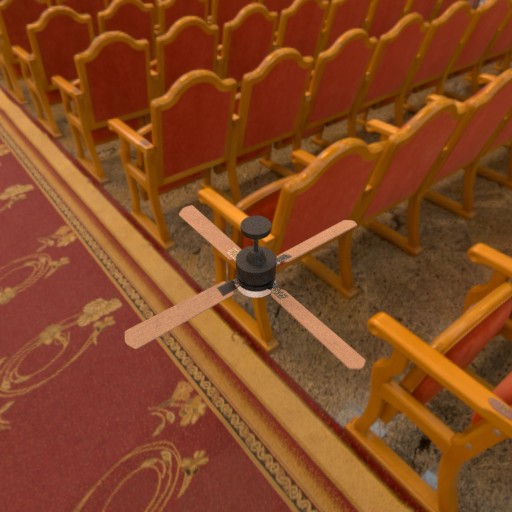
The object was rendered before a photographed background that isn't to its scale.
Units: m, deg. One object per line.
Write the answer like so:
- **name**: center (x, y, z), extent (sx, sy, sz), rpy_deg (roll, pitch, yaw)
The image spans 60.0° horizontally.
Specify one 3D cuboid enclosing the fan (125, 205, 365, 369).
- **fan**: center (0.000, 0.000, 2.009), extent (1.320, 0.355, 1.320), rpy_deg (-27, 48, -27)
